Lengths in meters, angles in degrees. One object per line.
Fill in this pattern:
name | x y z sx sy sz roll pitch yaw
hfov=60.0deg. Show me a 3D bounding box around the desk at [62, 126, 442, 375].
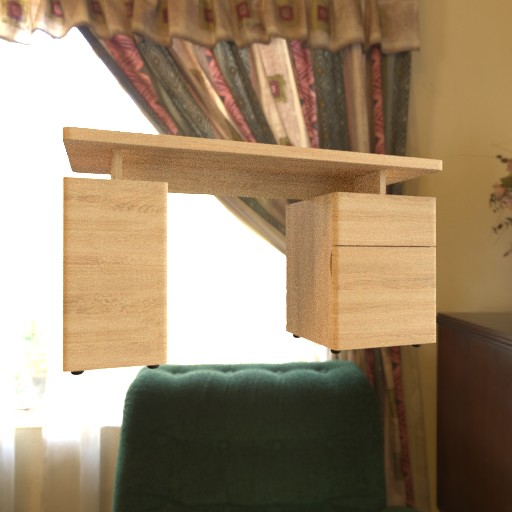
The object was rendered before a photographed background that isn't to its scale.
desk | 0.000 0.000 1.784 1.400 0.760 0.550 0 0 -20
